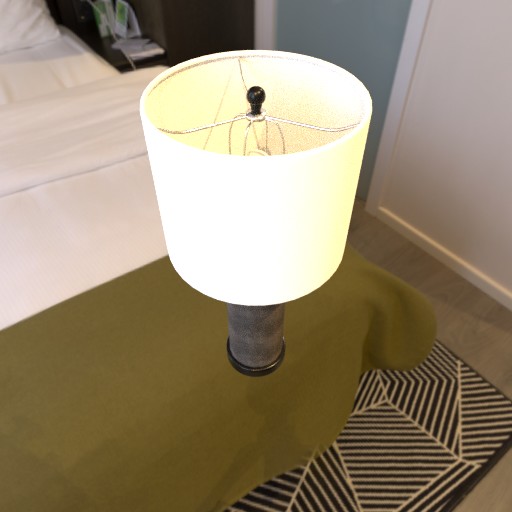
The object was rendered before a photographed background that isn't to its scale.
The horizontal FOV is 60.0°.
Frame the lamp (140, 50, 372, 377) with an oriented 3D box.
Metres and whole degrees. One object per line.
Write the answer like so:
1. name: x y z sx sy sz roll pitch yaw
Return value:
1. lamp: 0.000 0.000 0.808 0.305 0.634 0.305 16 48 15
